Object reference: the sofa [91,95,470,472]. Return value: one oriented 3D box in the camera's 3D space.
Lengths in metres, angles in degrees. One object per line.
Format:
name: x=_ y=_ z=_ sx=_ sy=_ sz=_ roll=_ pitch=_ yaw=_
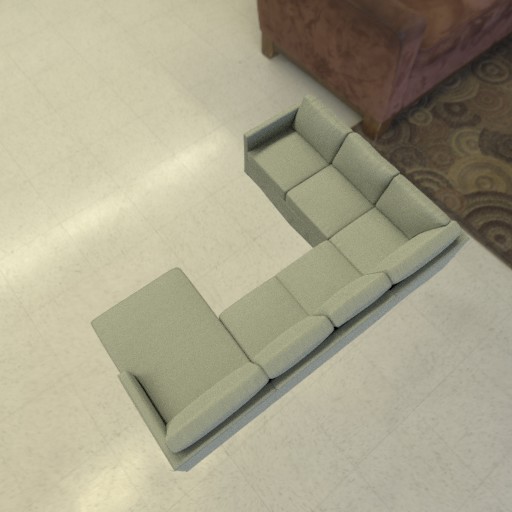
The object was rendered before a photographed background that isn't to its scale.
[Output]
sofa: x=0.000 y=0.000 z=4.534 sx=3.460 sy=0.882 sz=2.427 roll=-34 pitch=68 yaw=-16
